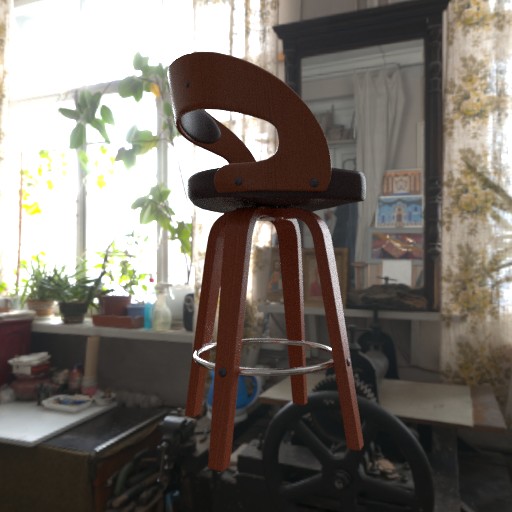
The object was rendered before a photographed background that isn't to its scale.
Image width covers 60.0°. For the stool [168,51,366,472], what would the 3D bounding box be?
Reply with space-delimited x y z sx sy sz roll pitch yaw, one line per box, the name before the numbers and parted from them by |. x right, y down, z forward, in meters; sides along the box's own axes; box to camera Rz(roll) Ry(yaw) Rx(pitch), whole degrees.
stool | 0.000 0.000 1.168 0.457 0.940 0.457 0 0 -18
